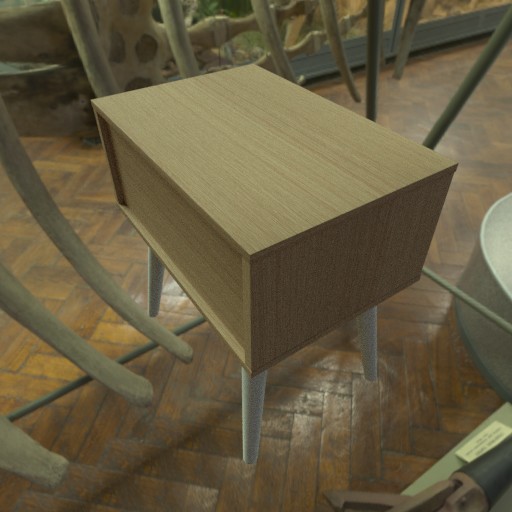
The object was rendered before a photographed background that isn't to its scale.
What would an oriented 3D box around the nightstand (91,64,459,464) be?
[{"bbox_3d":[0.000,0.000,0.988,0.407,0.610,0.571,-24,46,-25],"label":"nightstand"}]
